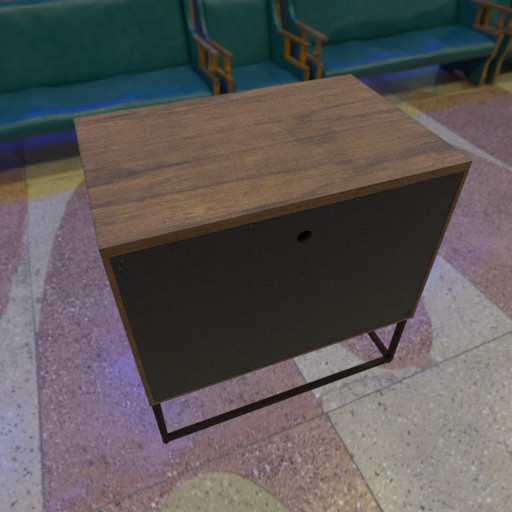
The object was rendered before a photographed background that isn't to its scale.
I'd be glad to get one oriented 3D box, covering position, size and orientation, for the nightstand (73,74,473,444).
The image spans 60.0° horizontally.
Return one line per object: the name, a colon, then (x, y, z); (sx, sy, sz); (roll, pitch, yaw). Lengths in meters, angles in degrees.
nightstand: (0.000, 0.000, 1.014); (0.610, 0.610, 0.437); (-15, 45, -15)
